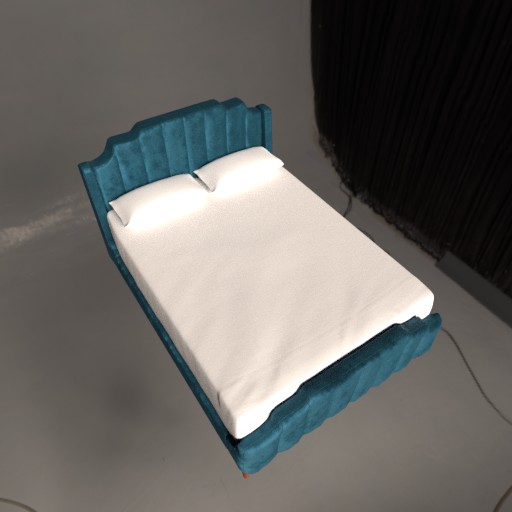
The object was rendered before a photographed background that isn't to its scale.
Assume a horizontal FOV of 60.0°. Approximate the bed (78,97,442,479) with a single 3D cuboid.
[{"bbox_3d":[0.000,0.000,3.301,1.678,1.338,2.322,-26,52,-22],"label":"bed"}]
